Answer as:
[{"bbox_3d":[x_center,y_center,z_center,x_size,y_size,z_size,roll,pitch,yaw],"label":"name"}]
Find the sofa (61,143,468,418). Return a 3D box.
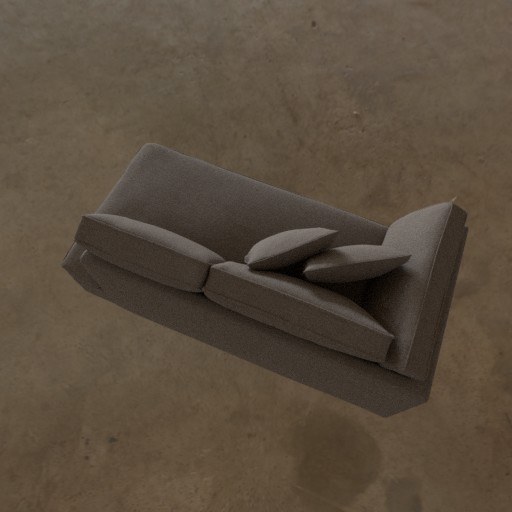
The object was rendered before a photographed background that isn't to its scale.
[{"bbox_3d":[0.000,0.000,2.792,2.237,1.033,1.110,21,66,10],"label":"sofa"}]
